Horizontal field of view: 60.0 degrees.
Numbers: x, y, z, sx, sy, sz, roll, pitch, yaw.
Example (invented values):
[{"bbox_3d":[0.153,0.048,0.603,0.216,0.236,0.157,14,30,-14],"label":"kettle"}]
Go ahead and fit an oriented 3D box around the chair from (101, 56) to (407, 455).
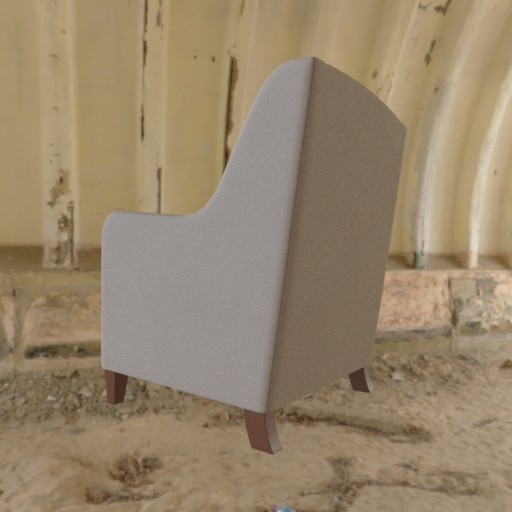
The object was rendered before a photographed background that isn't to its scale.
[{"bbox_3d":[0.000,0.000,1.573,0.863,1.010,0.715,0,-1,36],"label":"chair"}]
